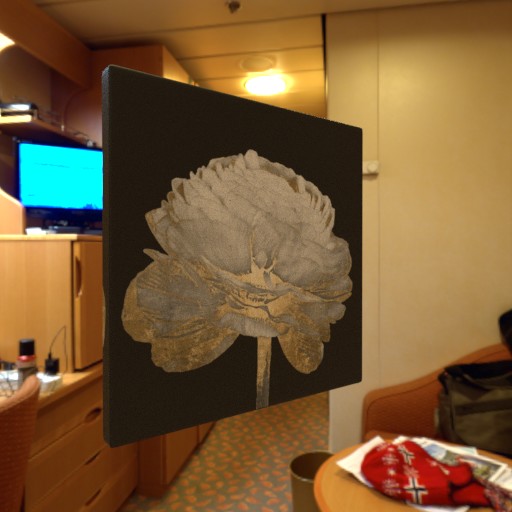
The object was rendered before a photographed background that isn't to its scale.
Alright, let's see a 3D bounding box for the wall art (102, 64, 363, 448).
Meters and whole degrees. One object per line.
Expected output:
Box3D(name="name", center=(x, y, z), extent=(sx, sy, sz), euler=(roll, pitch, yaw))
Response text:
Box3D(name="wall art", center=(0.000, 0.000, 0.900), extent=(0.610, 0.611, 0.043), euler=(0, 1, -37))
